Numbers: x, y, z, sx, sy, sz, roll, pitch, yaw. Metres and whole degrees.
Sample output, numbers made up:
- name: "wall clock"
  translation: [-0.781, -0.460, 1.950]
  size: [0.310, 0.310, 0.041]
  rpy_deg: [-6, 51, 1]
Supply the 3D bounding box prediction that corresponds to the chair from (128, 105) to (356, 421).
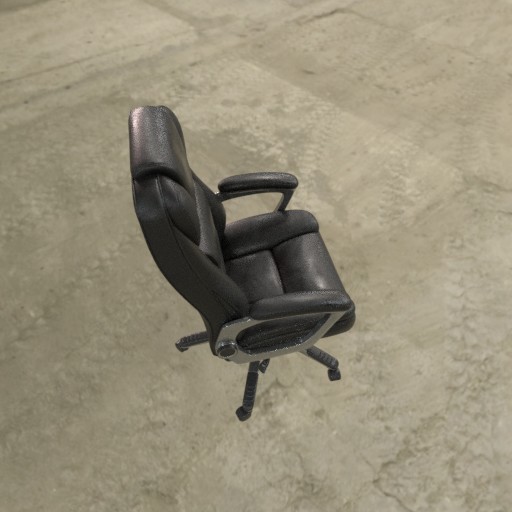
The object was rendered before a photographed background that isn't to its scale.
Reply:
- name: "chair"
  translation: [0.000, 0.000, 1.532]
  size: [0.689, 1.075, 0.697]
  rpy_deg: [-9, 48, -8]
